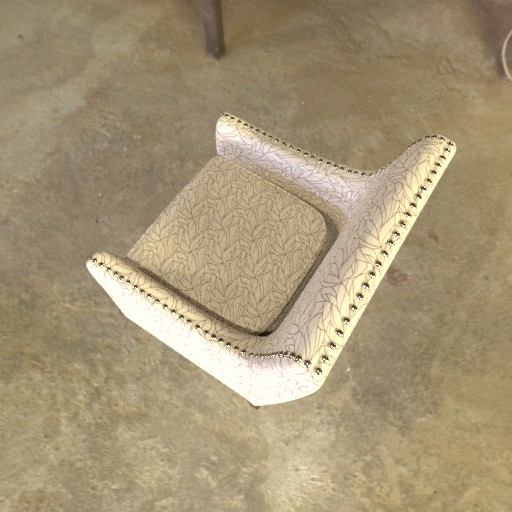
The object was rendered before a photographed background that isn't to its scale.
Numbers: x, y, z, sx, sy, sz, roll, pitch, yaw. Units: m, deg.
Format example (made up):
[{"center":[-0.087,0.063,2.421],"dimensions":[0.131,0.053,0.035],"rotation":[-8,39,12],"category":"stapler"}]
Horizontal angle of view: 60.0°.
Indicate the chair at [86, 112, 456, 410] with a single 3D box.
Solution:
[{"center":[0.000,0.000,1.258],"dimensions":[0.651,0.816,0.623],"rotation":[30,67,14],"category":"chair"}]
